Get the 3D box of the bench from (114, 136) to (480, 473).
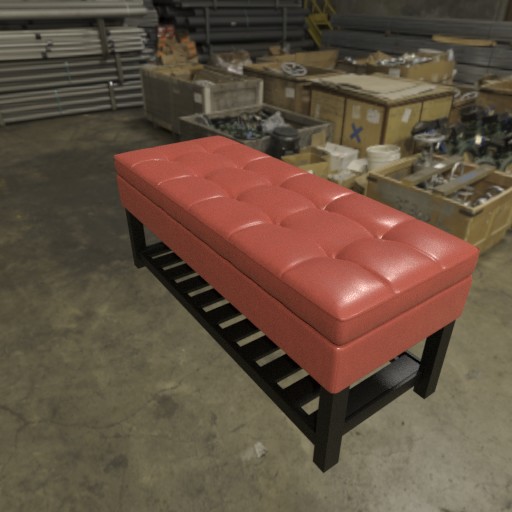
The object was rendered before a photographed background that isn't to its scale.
[{"bbox_3d":[0.000,0.000,1.340,0.432,0.460,1.105,-20,36,-30],"label":"bench"}]
